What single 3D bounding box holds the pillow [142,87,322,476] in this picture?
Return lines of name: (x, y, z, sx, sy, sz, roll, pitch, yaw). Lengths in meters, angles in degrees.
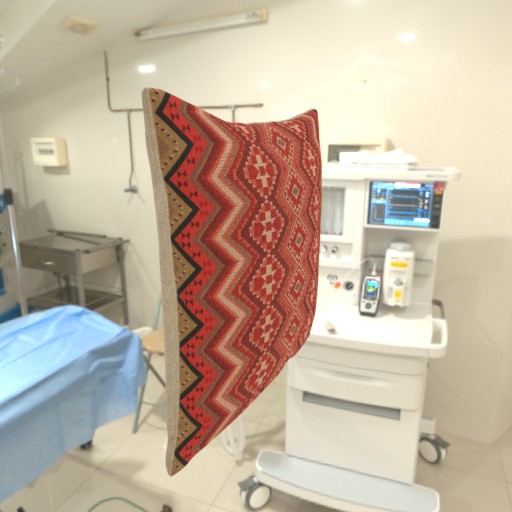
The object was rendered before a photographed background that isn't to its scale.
pillow: (0.000, 0.000, 0.766, 0.158, 0.511, 0.513, 8, 17, 27)
